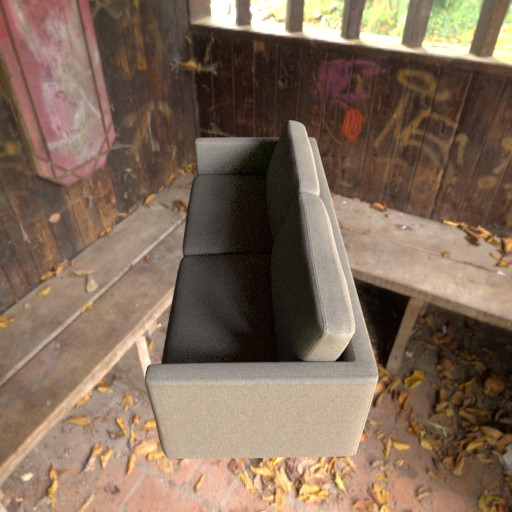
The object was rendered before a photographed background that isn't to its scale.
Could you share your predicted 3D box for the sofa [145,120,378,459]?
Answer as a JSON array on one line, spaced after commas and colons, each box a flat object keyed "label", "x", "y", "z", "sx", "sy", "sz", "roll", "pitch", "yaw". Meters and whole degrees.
[{"label": "sofa", "x": 0.000, "y": 0.000, "z": 2.728, "sx": 0.956, "sy": 0.963, "sz": 2.208, "roll": -1, "pitch": 40, "yaw": -1}]
